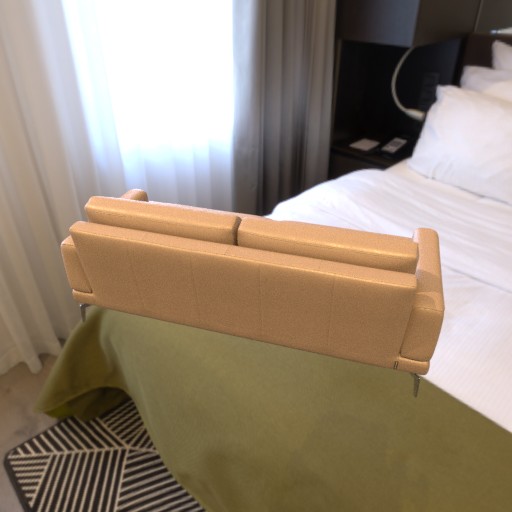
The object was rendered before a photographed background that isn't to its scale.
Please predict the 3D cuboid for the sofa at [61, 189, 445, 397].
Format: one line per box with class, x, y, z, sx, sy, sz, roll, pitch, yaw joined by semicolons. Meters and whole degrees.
sofa;0.000;0.000;2.502;1.940;0.765;0.974;9;34;14
